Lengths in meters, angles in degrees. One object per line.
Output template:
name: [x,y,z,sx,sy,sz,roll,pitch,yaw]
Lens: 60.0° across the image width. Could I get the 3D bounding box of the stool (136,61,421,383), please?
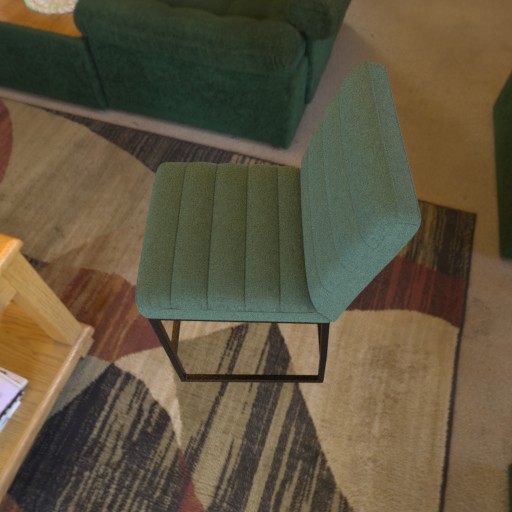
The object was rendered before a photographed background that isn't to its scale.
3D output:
stool: [0.000,0.000,1.242,0.560,0.940,0.460,0,58,0]
